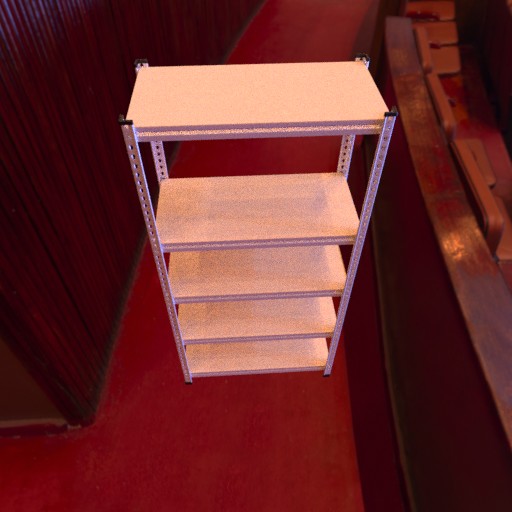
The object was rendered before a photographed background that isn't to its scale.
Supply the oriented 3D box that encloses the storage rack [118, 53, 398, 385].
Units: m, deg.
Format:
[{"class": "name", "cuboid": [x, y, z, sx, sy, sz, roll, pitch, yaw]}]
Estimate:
[{"class": "storage rack", "cuboid": [0.000, 0.000, 2.263, 0.914, 1.829, 0.457, -3, 48, -2]}]
